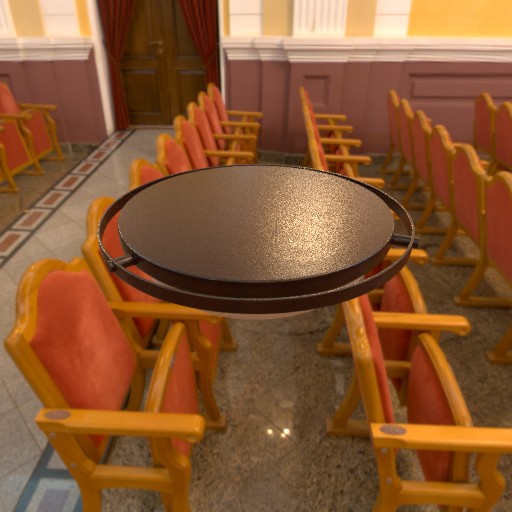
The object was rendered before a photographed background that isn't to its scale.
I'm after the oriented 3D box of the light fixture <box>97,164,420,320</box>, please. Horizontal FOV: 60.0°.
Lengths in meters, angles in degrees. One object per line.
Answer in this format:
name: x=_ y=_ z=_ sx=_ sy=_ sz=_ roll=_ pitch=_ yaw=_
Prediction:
light fixture: x=0.000 y=0.000 z=0.556 sx=0.361 sy=0.130 sz=0.361 roll=0 pitch=30 yaw=0
